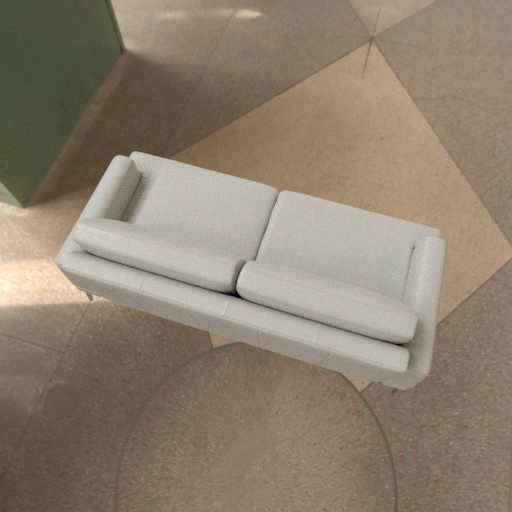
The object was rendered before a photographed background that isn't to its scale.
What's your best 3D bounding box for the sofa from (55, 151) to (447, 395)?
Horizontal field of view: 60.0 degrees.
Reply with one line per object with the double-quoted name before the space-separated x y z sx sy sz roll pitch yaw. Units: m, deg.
"sofa" 0.000 0.000 2.439 1.940 0.765 0.974 16 64 8
